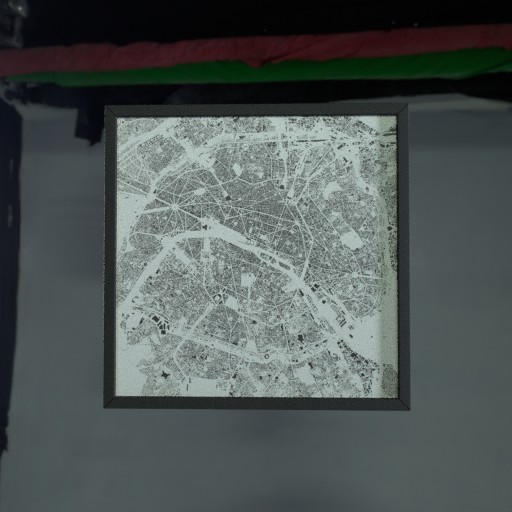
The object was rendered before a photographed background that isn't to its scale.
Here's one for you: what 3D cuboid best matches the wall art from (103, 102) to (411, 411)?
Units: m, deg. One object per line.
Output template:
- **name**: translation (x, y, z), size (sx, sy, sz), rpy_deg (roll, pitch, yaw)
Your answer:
- **wall art**: translation (0.000, 0.000, 0.753), size (0.508, 0.508, 0.037), rpy_deg (0, -1, 1)
